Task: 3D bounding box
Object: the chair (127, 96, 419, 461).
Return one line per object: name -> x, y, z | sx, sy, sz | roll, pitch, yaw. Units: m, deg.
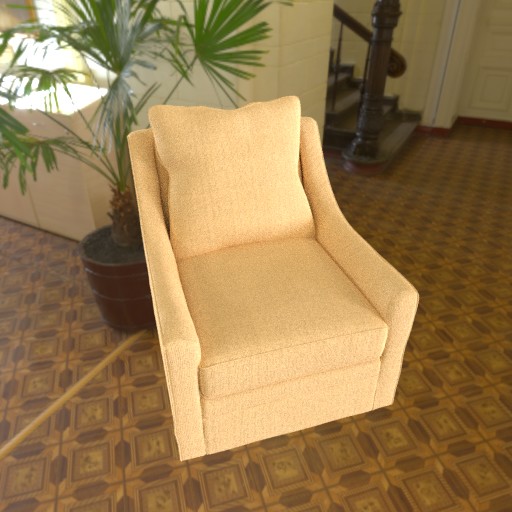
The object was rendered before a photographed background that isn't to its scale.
chair -> 0.000, 0.000, 1.583 | 0.760, 0.927, 0.876 | -9, 33, -14
